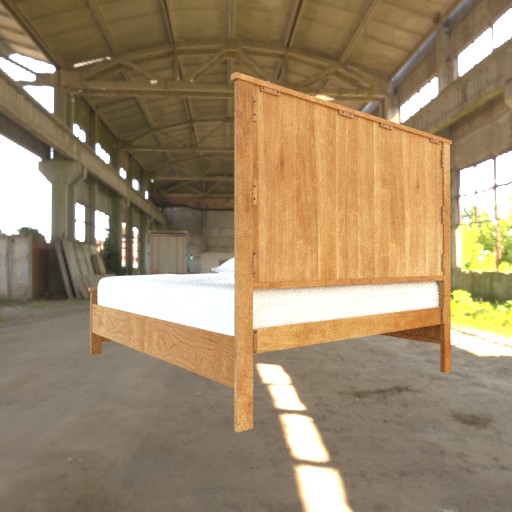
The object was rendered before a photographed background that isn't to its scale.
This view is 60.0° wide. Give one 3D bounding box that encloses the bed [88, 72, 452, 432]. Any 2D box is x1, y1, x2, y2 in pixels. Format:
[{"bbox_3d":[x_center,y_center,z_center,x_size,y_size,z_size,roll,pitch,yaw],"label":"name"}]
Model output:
[{"bbox_3d":[0.000,0.000,4.051,2.225,1.938,2.530,1,-1,-38],"label":"bed"}]
